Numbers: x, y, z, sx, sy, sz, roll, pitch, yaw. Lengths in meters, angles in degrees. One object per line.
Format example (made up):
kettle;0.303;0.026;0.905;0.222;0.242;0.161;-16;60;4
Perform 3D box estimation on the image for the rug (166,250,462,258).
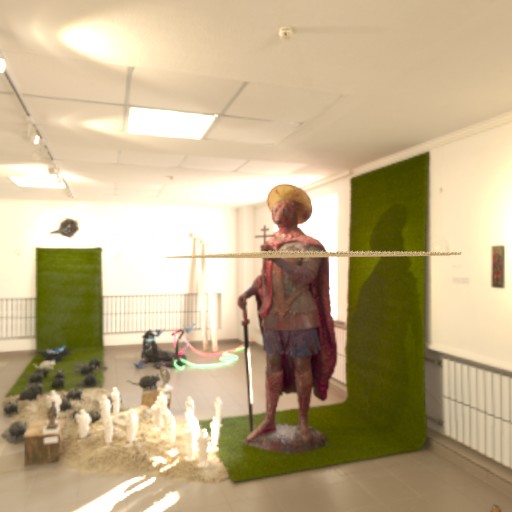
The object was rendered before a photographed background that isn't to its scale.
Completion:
rug;0.000;0.000;2.768;0.795;0.015;2.544;0;-1;-19
